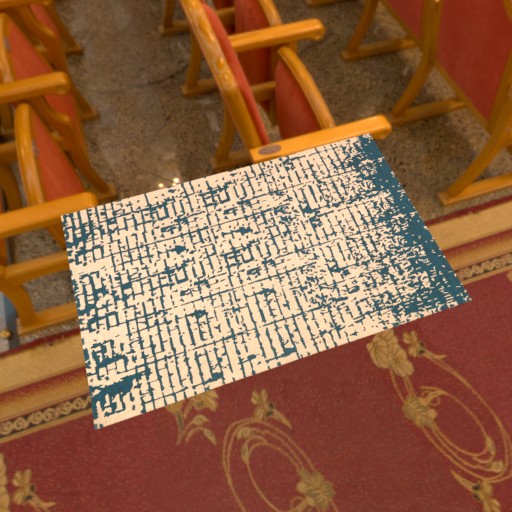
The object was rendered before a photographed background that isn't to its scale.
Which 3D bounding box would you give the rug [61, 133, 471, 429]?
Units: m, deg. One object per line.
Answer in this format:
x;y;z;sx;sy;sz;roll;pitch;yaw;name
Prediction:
0.000;0.000;3.020;2.435;0.011;1.517;-17;63;-9;rug
